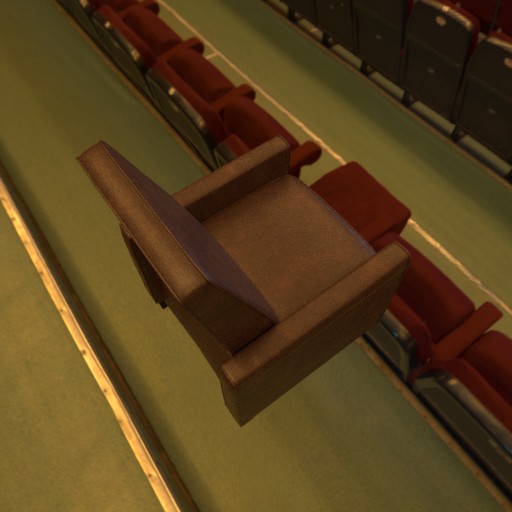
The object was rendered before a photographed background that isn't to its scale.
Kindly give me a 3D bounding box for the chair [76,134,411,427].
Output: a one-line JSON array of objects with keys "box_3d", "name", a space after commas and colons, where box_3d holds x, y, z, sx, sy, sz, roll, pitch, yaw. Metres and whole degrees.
[{"box_3d": [0.000, 0.000, 1.500, 0.746, 1.013, 0.705, -32, 62, -19], "name": "chair"}]
